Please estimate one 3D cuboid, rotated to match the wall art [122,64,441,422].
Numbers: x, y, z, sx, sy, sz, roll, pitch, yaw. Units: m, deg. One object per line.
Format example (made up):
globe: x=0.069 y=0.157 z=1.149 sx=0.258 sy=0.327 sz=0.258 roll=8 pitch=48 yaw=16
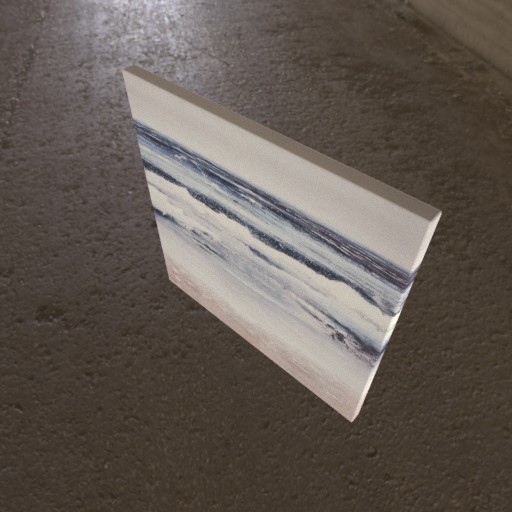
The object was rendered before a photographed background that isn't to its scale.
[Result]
wall art: x=0.000 y=0.000 z=1.118 sx=0.755 sy=0.747 sz=0.065 roll=33 pitch=56 yaw=27
